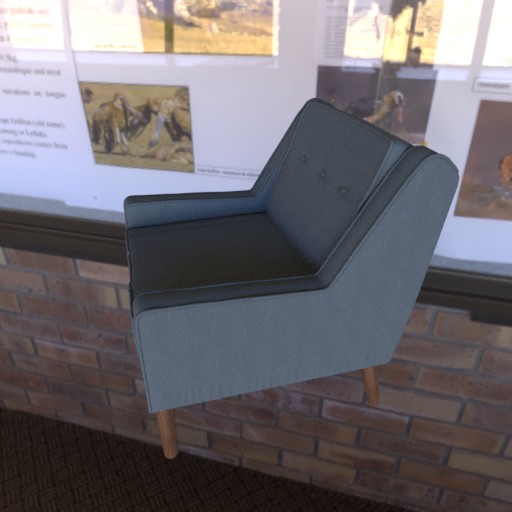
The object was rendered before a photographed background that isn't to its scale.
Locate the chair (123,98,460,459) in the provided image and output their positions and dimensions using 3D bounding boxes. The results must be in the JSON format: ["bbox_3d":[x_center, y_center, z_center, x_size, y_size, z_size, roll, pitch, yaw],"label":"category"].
[{"bbox_3d":[0.000,0.000,1.297,0.733,0.780,0.663,-8,31,-14],"label":"chair"}]
